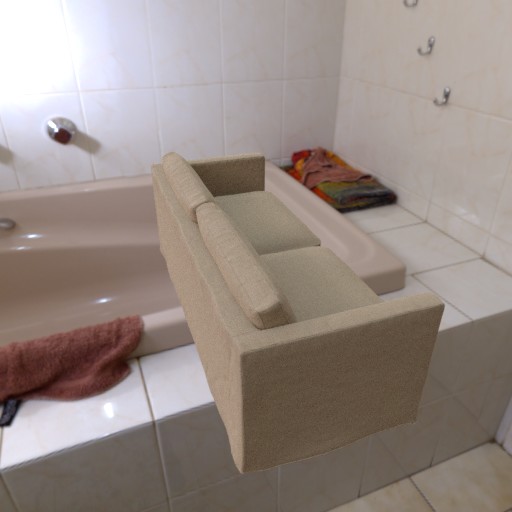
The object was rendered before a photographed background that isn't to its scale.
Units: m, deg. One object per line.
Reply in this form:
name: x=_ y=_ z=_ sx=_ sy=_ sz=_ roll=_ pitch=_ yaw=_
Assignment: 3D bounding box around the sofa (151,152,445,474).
sofa: x=0.000 y=0.000 z=2.810 sx=0.962 sy=0.853 sz=2.312 roll=-10 pitch=32 yaw=-17
